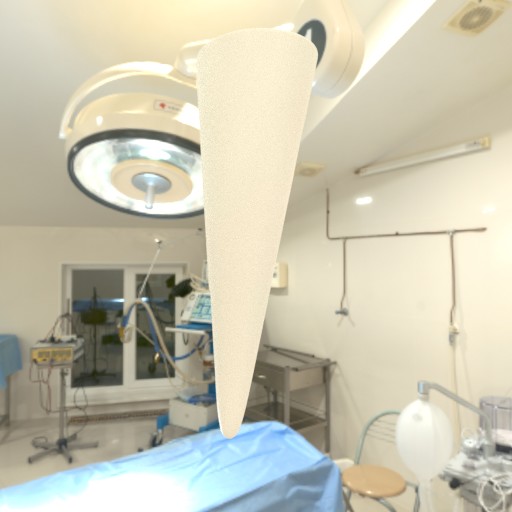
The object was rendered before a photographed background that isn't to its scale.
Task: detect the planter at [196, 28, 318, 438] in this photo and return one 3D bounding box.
[{"bbox_3d":[0.000,0.000,0.218,0.057,0.193,0.064,1,-1,-35],"label":"planter"}]
